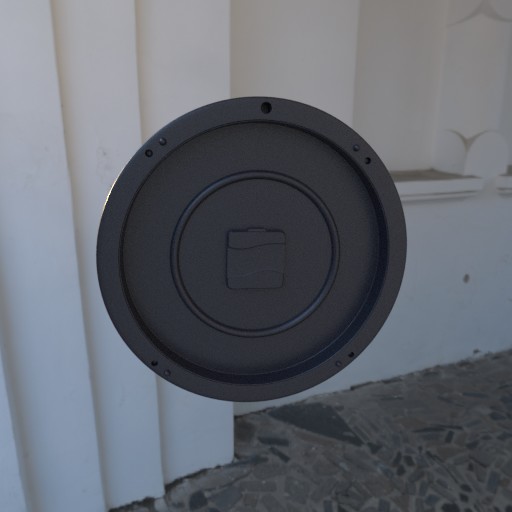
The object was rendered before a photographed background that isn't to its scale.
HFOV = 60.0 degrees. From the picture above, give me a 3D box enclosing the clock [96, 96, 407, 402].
[{"bbox_3d":[0.000,0.000,0.447,0.300,0.300,0.060,-2,14,-9],"label":"clock"}]
